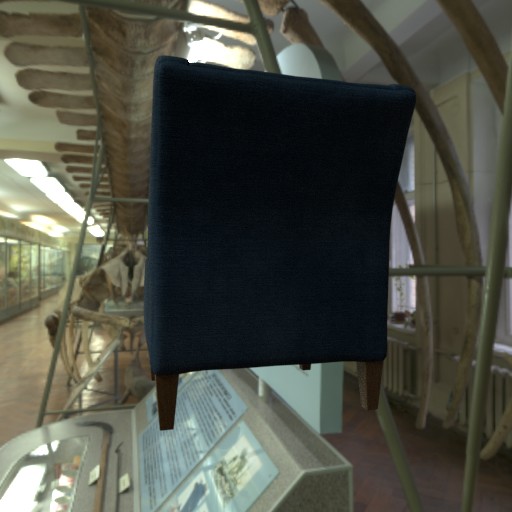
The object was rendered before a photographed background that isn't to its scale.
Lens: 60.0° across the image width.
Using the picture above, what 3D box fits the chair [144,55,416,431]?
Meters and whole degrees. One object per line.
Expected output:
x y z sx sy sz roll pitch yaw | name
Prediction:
0.000 0.000 1.598 0.774 1.014 0.870 0 -1 -16 | chair
